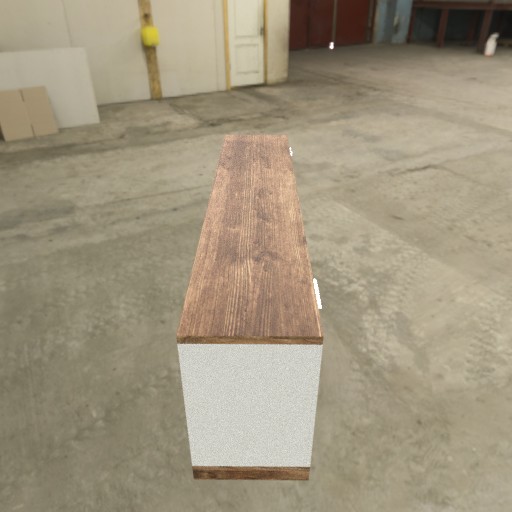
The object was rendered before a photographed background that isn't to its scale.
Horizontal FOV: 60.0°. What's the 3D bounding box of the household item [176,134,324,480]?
[{"bbox_3d":[0.000,0.000,2.052,0.390,0.615,1.800,0,31,0],"label":"household item"}]
